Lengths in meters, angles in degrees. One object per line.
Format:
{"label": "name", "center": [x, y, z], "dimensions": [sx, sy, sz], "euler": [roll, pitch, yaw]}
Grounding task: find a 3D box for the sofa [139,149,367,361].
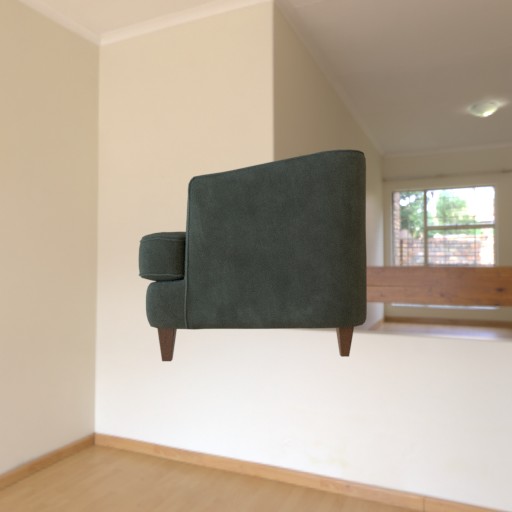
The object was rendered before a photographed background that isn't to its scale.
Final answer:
{"label": "sofa", "center": [0.000, 0.000, 2.782], "dimensions": [0.941, 0.855, 2.278], "euler": [0, -1, 0]}
